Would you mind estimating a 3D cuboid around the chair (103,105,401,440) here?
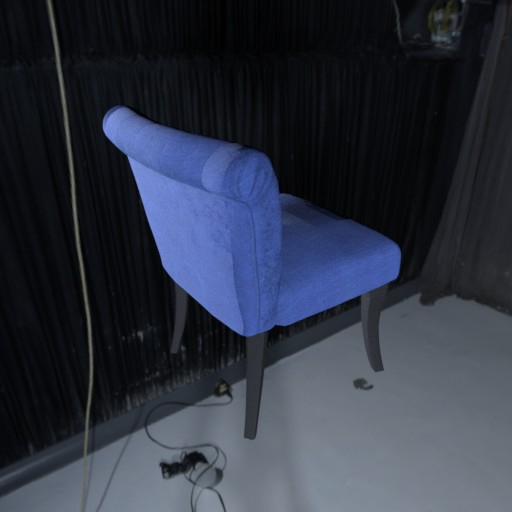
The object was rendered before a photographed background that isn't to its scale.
[{"bbox_3d":[0.000,0.000,1.190,0.606,0.753,0.585,-19,33,-32],"label":"chair"}]
